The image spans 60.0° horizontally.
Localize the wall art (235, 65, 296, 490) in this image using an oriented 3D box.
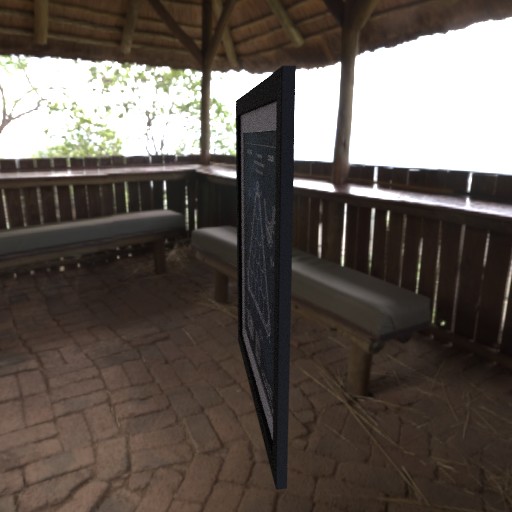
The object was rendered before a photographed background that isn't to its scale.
[{"bbox_3d":[0.000,0.000,0.509,0.010,0.361,0.311,-2,15,-8],"label":"wall art"}]
